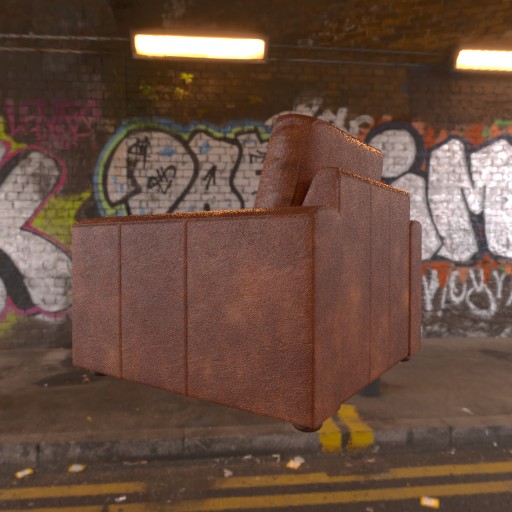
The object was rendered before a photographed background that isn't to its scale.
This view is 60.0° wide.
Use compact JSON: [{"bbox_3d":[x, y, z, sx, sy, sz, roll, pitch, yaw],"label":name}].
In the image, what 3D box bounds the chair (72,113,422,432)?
[{"bbox_3d":[0.000,0.000,1.738,1.016,0.873,1.005,1,2,34],"label":"chair"}]
